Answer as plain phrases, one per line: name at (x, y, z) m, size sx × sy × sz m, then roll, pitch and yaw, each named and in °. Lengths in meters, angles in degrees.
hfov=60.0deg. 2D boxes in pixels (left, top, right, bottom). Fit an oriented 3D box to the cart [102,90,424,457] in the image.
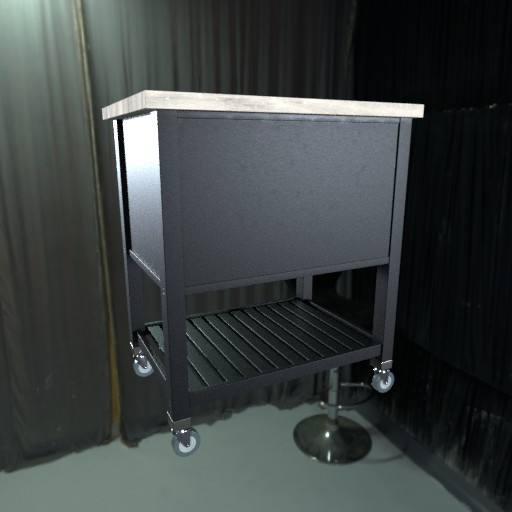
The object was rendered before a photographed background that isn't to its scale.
cart at (0.000, 0.000, 1.437) m, size 0.797 × 0.920 × 0.567 m, roll -7°, pitch 16°, yaw -26°
